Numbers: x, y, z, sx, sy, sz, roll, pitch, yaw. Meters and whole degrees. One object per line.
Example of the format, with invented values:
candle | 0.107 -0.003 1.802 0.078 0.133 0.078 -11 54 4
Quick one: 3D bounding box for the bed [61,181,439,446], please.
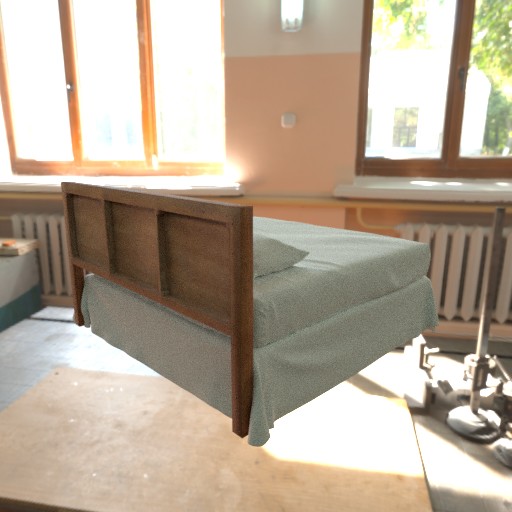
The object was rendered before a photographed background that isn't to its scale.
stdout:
bed | 0.000 0.000 3.470 2.165 1.158 2.255 -13 19 -42
